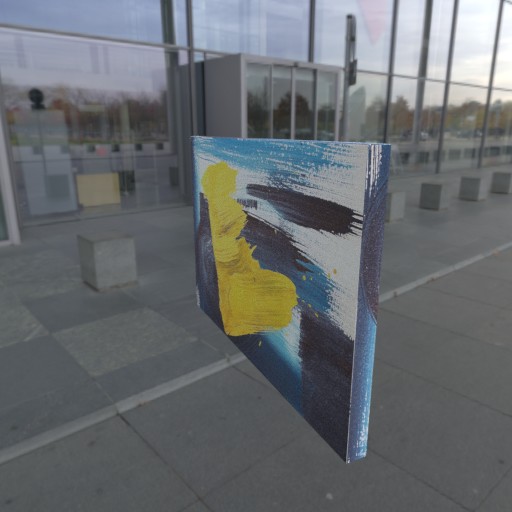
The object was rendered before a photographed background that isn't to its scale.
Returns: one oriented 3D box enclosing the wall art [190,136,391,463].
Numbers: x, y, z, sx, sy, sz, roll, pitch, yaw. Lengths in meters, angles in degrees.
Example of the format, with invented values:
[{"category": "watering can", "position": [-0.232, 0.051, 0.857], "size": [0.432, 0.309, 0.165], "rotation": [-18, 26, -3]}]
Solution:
[{"category": "wall art", "position": [0.000, 0.000, 0.795], "size": [0.033, 0.406, 0.609], "rotation": [-8, 18, -25]}]
